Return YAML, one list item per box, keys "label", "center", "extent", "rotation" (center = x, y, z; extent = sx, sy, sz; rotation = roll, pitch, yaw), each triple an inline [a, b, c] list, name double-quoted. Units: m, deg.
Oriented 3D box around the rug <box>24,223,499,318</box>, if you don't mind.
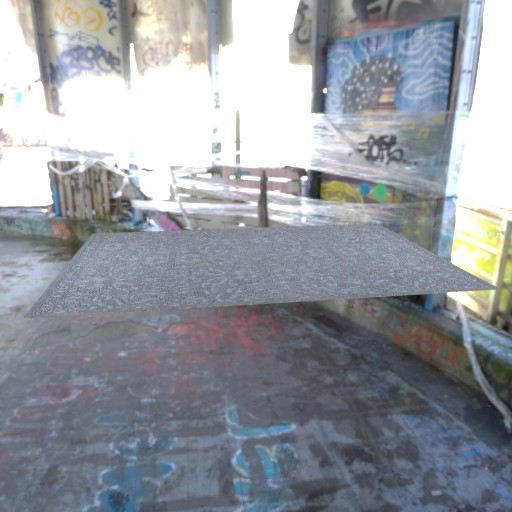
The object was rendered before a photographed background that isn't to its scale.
- label: "rug"
  center: [0.000, 0.000, 2.258]
  extent: [1.827, 0.006, 1.221]
  rotation: [-3, 17, -8]
